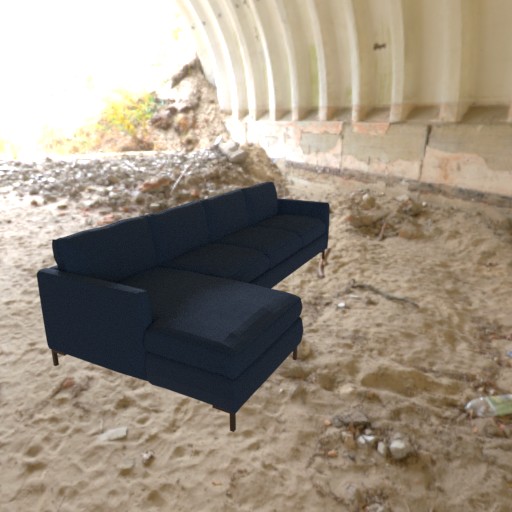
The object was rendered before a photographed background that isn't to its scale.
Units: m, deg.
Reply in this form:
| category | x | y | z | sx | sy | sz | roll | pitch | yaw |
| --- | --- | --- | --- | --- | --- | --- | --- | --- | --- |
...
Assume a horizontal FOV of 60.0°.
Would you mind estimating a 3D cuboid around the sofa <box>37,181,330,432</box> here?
| category | x | y | z | sx | sy | sz | roll | pitch | yaw |
| --- | --- | --- | --- | --- | --- | --- | --- | --- | --- |
| sofa | 0.000 | 0.000 | 2.923 | 1.128 | 0.679 | 2.450 | 9 | 19 | 26 |
